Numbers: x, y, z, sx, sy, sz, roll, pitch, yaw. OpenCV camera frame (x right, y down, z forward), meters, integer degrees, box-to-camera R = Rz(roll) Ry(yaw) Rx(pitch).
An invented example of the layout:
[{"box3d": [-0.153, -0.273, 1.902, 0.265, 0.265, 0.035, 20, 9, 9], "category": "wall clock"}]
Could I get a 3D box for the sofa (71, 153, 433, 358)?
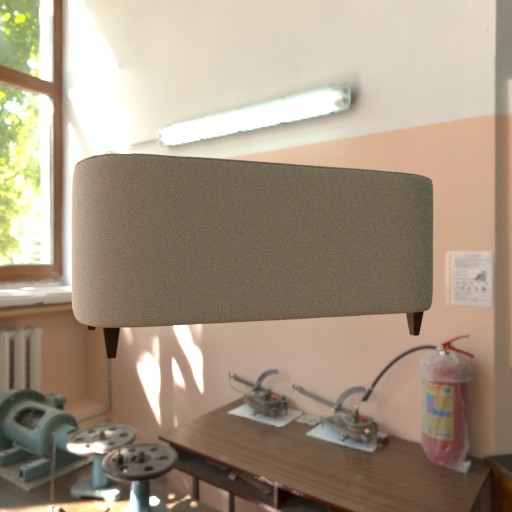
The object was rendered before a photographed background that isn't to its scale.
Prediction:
[{"box3d": [0.000, 0.000, 2.282, 1.733, 0.855, 0.941, 0, 0, -19], "category": "sofa"}]
